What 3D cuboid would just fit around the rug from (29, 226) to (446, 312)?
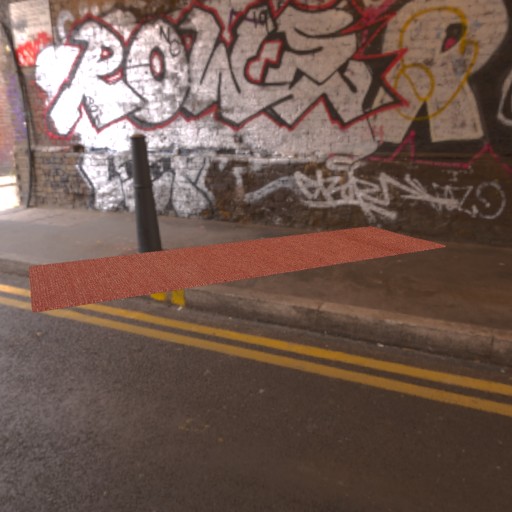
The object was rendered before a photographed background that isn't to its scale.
[{"bbox_3d":[0.000,0.000,2.522,2.307,0.012,0.687,-8,17,-26],"label":"rug"}]
